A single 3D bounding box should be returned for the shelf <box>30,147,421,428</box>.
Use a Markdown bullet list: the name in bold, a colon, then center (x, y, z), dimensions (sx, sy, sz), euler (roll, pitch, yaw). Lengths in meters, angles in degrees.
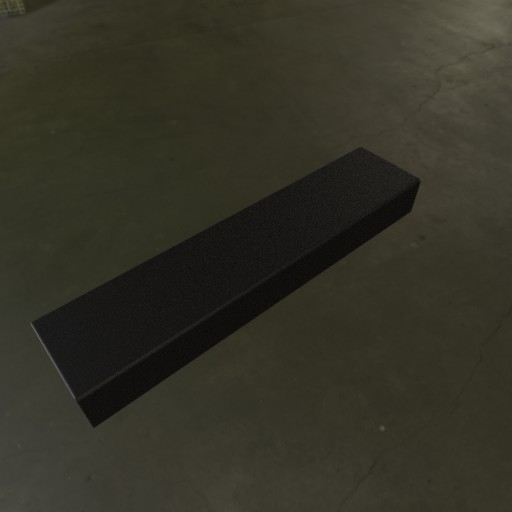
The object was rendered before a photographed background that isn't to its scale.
- **shelf**: center (0.000, 0.000, 0.497), dimensions (0.456, 0.053, 0.102), euler (-31, 54, -26)
